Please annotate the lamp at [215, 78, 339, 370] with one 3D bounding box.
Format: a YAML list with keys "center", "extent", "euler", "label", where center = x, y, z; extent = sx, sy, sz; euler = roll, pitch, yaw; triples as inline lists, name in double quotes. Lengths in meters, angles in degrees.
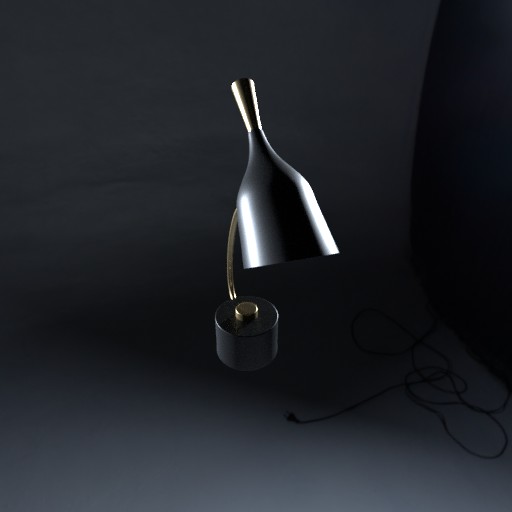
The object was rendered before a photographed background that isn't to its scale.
- center: [0.000, 0.000, 0.636]
  extent: [0.110, 0.464, 0.352]
  euler: [-9, 34, -14]
  label: "lamp"
